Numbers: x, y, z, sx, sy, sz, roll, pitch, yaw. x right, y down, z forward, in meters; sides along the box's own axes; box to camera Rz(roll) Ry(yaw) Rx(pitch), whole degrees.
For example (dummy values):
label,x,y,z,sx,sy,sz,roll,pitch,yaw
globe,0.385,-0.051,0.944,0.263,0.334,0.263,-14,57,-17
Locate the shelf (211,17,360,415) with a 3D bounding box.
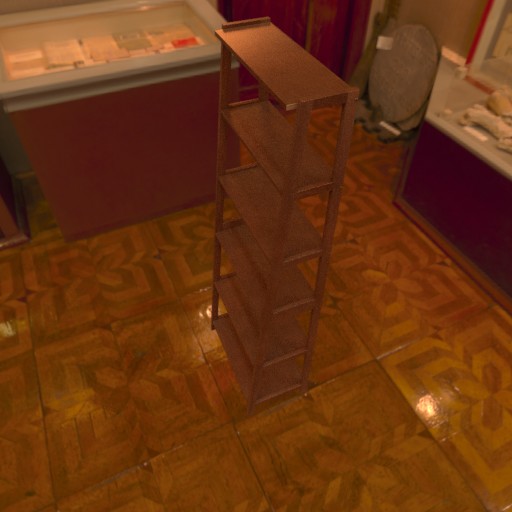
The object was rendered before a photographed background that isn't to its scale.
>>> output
label,x,y,z,sx,sy,sz,roll,pitch,yaw
shelf,0.000,0.000,2.138,0.382,1.892,0.660,-17,49,-16
